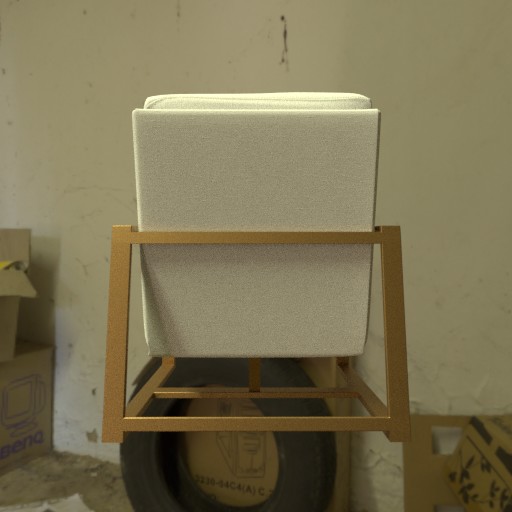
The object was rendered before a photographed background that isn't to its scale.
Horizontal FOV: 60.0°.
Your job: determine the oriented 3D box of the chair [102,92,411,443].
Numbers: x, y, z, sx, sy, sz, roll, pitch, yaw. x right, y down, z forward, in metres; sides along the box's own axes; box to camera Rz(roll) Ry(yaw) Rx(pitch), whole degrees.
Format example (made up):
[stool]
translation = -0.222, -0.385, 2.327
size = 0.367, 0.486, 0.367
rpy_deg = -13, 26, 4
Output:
[chair]
translation = 0.000, 0.000, 1.553
size = 0.805, 0.966, 0.813
rpy_deg = 0, 0, 0
